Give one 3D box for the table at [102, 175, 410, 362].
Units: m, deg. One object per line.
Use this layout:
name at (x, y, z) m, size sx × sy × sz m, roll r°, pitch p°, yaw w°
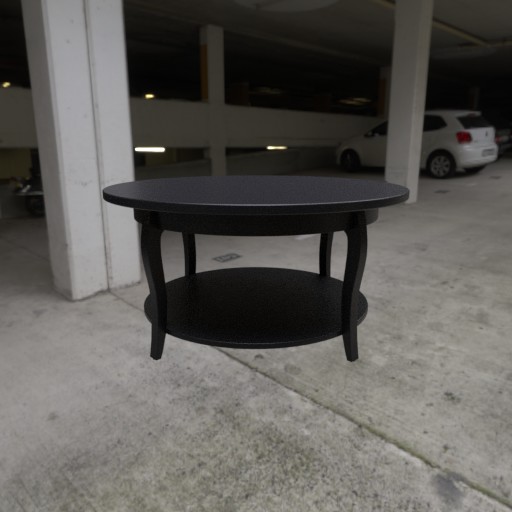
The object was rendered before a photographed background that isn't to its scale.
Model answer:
table at (0.000, 0.000, 1.446) m, size 0.914 × 0.457 × 0.914 m, roll 0°, pitch 14°, yaw 0°
